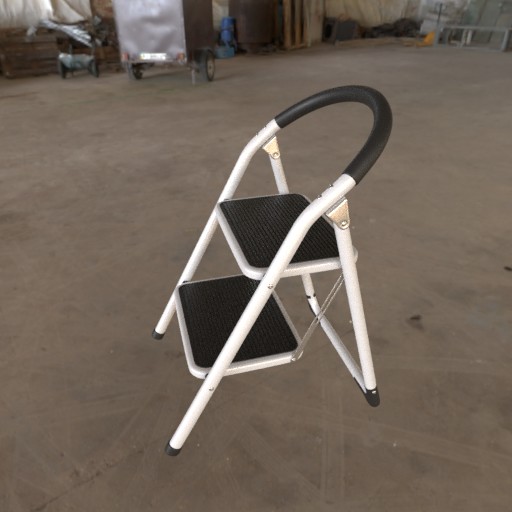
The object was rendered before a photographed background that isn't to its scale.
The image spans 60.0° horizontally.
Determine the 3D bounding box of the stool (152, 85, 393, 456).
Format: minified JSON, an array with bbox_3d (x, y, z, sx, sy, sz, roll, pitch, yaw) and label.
[{"bbox_3d":[0.000,0.000,1.086,0.559,0.760,0.453,-8,32,-13],"label":"stool"}]
